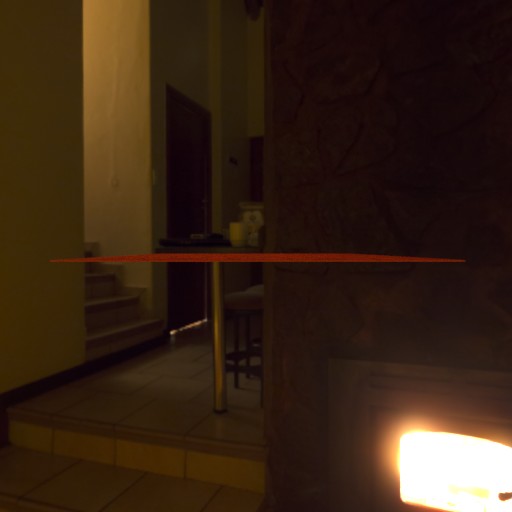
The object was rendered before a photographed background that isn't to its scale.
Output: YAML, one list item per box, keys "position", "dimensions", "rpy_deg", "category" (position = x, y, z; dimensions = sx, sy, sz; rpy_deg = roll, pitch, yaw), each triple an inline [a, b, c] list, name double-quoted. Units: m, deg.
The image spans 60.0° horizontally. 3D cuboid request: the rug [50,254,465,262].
- position: [0.000, 0.000, 3.910]
  dimensions: [2.300, 0.012, 2.929]
  rpy_deg: [0, 1, -1]
  category: "rug"
